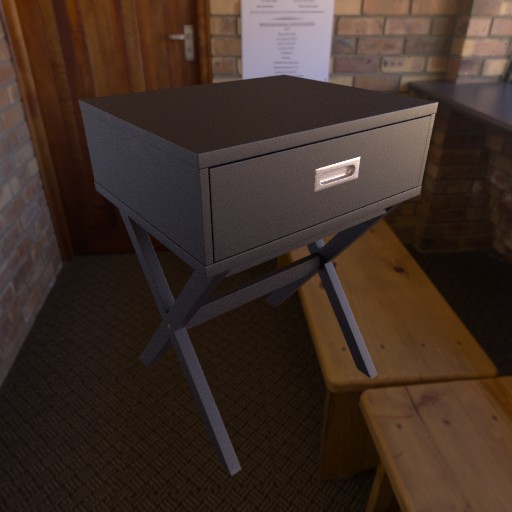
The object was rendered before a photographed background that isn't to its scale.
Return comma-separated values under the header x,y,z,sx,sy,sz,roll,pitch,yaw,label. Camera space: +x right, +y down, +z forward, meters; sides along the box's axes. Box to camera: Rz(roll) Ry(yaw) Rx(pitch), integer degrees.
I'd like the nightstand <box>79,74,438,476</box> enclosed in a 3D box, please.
x,y,z,sx,sy,sz,roll,pitch,yaw,label
0.000,0.000,0.924,0.479,0.623,0.402,-21,36,-32,nightstand
